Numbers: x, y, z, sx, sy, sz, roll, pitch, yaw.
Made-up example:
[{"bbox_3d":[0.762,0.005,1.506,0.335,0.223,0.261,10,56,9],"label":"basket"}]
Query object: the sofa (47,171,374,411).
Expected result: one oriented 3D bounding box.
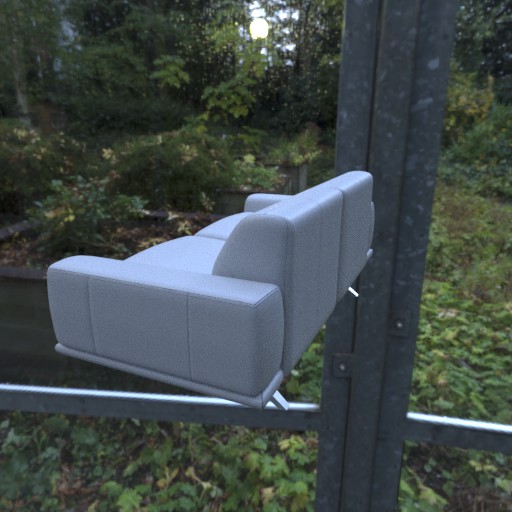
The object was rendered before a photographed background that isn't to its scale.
[{"bbox_3d":[0.000,0.000,2.307,0.900,0.772,1.901,7,18,23],"label":"sofa"}]
